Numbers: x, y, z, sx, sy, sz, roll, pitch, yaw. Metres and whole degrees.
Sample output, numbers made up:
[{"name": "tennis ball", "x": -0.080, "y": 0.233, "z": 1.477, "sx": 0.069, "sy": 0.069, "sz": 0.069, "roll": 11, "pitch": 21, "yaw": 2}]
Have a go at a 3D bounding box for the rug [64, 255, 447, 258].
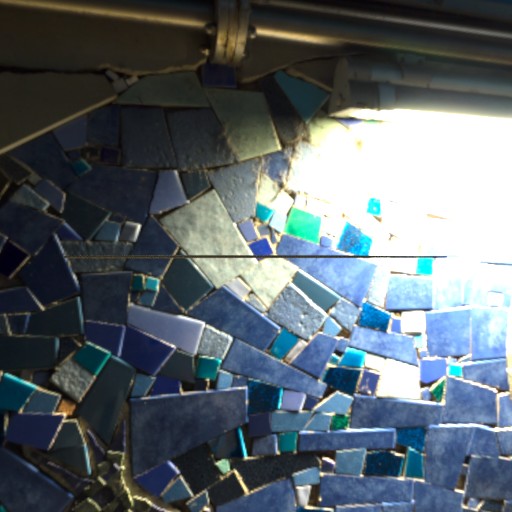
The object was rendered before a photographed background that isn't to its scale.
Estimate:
[{"name": "rug", "x": 0.000, "y": 0.000, "z": 2.879, "sx": 1.522, "sy": 0.008, "sz": 2.284, "roll": 0, "pitch": 0, "yaw": 0}]
